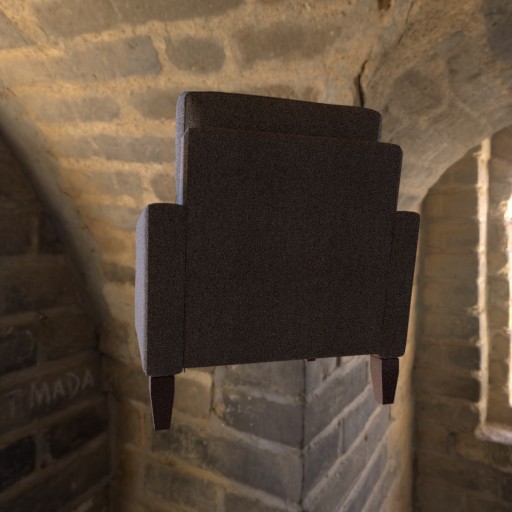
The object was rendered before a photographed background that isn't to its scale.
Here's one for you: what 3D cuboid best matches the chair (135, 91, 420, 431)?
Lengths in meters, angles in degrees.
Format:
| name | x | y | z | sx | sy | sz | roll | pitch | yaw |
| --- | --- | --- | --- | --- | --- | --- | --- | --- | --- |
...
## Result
| name | x | y | z | sx | sy | sz | roll | pitch | yaw |
| --- | --- | --- | --- | --- | --- | --- | --- | --- | --- |
| chair | 0.000 | 0.000 | 1.662 | 0.855 | 0.993 | 0.897 | 0 | 0 | -17 |
